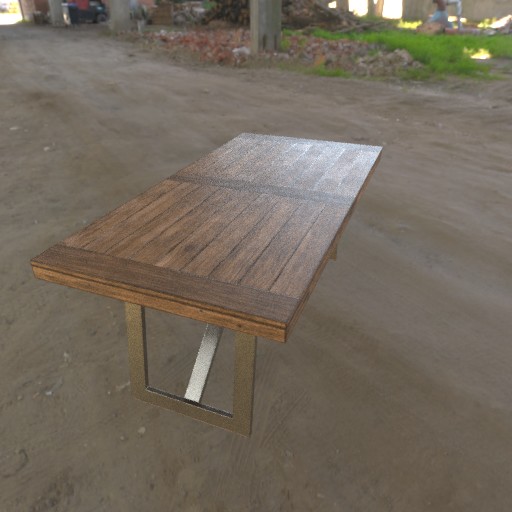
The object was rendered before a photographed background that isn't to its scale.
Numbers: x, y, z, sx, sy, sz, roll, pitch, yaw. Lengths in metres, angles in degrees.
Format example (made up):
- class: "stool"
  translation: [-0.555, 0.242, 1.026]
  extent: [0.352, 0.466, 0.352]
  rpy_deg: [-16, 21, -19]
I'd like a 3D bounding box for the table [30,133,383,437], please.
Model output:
- class: "table"
  translation: [0.000, 0.000, 2.315]
  extent: [0.931, 0.757, 1.867]
  rpy_deg: [11, 32, 19]
